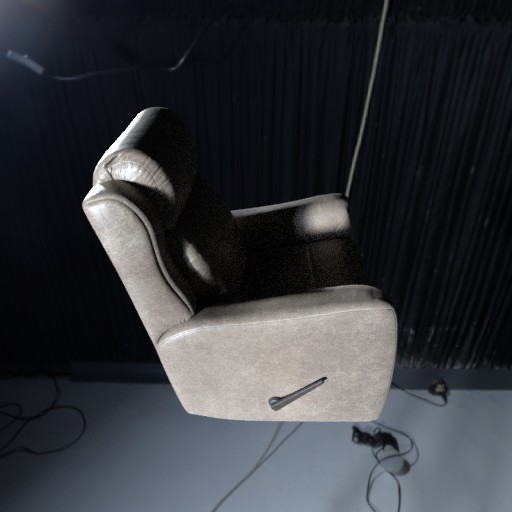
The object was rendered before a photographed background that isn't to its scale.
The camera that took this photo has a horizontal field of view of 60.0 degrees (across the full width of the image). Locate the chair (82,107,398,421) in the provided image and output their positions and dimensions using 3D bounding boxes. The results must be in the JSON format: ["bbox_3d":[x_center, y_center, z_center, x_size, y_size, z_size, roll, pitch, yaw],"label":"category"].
[{"bbox_3d":[0.000,0.000,1.904,1.068,1.116,0.967,0,32,0],"label":"chair"}]
